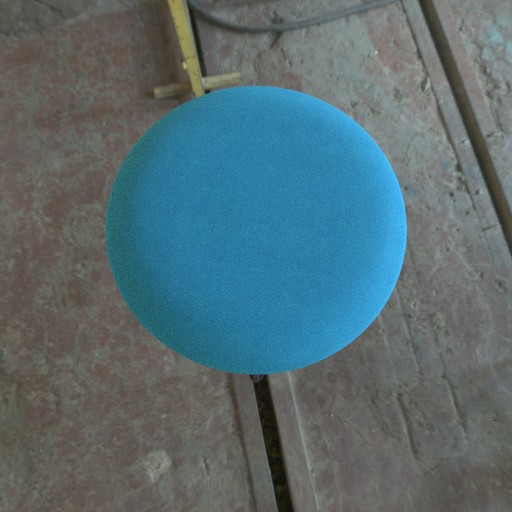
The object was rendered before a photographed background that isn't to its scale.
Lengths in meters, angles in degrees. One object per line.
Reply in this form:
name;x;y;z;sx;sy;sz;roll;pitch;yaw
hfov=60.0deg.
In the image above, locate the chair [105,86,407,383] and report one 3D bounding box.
chair;0.000;0.000;0.685;0.350;0.430;0.350;32;78;8
